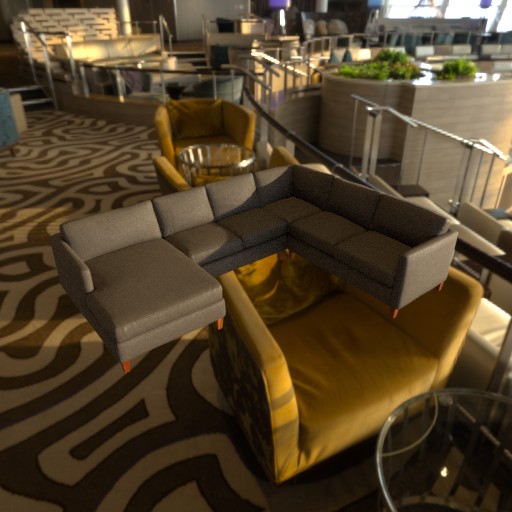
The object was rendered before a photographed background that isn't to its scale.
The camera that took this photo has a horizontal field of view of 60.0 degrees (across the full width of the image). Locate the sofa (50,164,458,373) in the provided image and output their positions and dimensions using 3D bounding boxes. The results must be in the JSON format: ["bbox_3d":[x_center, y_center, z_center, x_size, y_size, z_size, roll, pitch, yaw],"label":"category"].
[{"bbox_3d":[0.000,0.000,4.722,3.460,0.961,2.594,-21,35,-33],"label":"sofa"}]
